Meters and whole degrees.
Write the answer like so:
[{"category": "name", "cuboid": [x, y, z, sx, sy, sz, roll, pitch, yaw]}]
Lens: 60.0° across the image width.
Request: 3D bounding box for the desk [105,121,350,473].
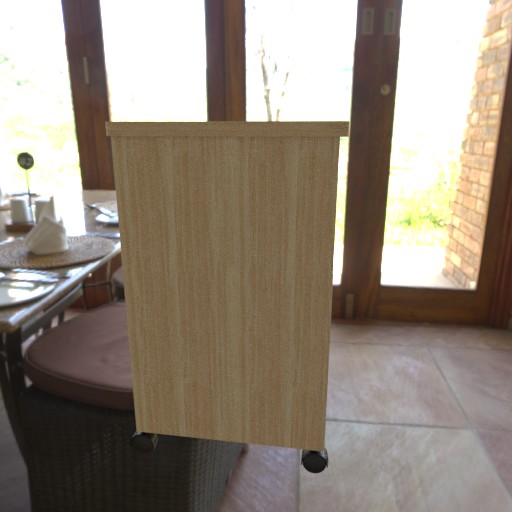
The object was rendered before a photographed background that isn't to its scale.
[{"category": "desk", "cuboid": [0.000, 0.000, 1.349, 0.480, 0.770, 0.884, 3, 16, 9]}]
